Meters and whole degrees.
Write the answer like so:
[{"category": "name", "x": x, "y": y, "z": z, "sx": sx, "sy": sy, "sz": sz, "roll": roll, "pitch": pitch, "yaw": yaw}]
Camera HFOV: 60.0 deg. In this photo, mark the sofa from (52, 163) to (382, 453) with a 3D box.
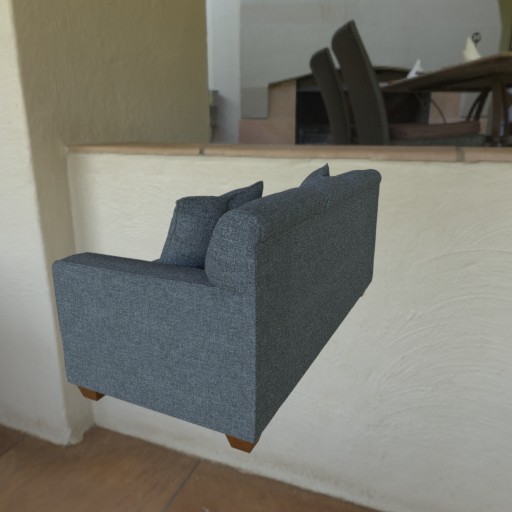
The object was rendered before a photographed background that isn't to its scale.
[{"category": "sofa", "x": 0.000, "y": 0.000, "z": 2.540, "sx": 0.997, "sy": 0.958, "sz": 2.024, "roll": 7, "pitch": 17, "yaw": 25}]
